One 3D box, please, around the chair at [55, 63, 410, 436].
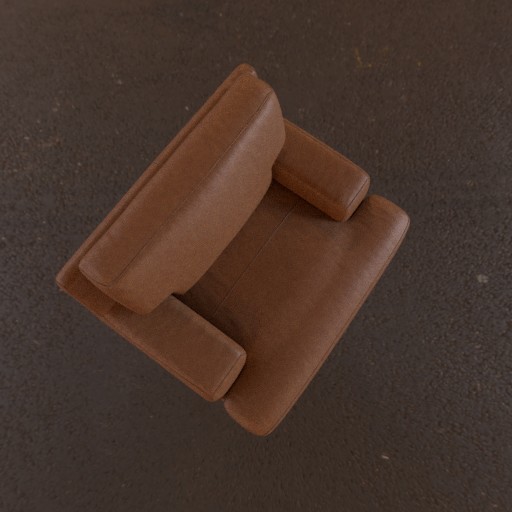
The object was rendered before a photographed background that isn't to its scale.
[{"bbox_3d":[0.000,0.000,2.037,1.050,0.978,1.276,35,77,9],"label":"chair"}]
